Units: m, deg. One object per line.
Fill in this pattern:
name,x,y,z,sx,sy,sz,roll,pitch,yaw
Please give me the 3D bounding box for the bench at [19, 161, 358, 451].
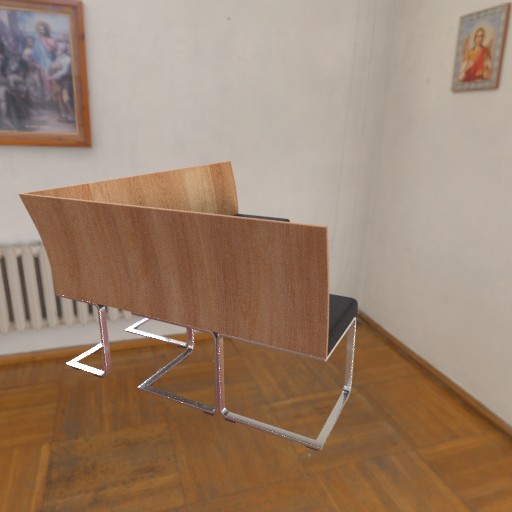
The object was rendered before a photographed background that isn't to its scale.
bench,0.000,0.000,2.706,1.495,0.930,1.945,8,19,26
